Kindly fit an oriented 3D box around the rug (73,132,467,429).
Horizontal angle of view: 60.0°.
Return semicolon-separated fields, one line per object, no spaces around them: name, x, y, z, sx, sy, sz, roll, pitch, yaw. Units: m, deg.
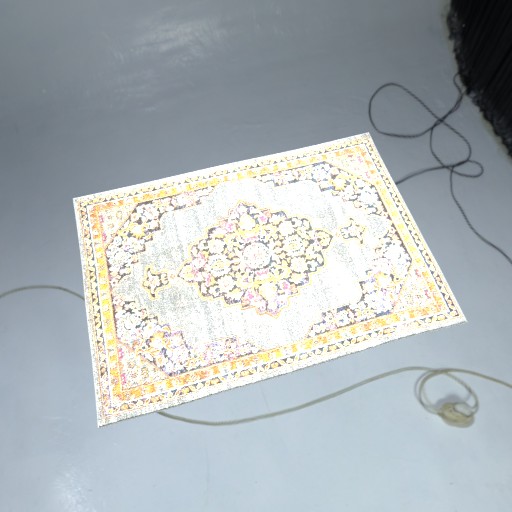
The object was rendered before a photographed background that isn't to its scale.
rug;0.000;0.000;3.761;2.901;0.026;2.043;-14;64;-7
